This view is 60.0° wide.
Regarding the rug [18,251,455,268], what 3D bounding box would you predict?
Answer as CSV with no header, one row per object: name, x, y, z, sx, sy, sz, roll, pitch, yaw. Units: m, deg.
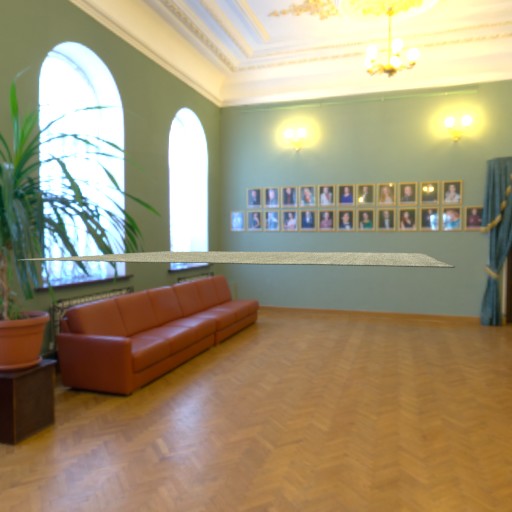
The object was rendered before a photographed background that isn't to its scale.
rug,0.000,0.000,4.054,3.048,0.013,2.438,1,2,16
